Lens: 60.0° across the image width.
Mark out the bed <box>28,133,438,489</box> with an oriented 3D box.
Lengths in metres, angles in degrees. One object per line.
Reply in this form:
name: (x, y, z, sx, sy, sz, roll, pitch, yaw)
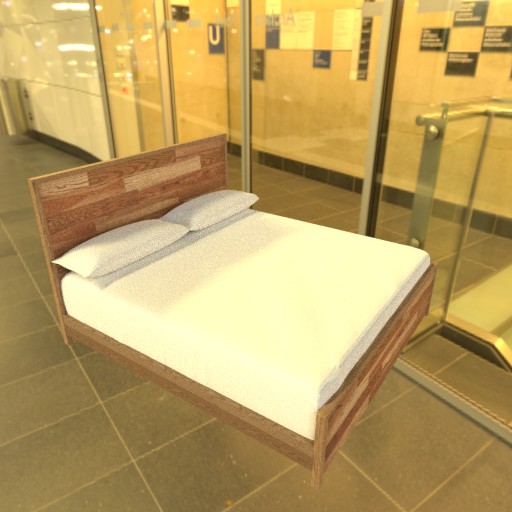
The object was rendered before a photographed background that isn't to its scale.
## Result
bed: (0.000, 0.000, 3.316, 2.184, 1.295, 2.013, 17, 30, 31)
